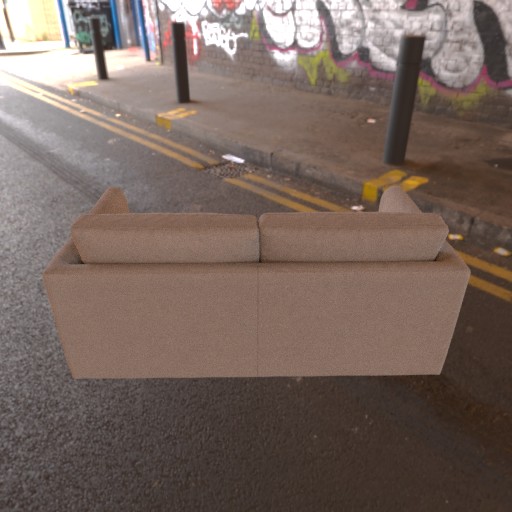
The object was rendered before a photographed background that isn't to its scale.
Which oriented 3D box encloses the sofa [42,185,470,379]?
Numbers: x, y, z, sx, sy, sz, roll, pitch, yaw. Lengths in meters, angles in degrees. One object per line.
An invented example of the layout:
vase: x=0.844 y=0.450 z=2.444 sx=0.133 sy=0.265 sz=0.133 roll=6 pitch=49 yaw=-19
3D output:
sofa: x=0.000 y=0.000 z=2.518 sx=1.905 sy=0.839 sz=1.091 roll=0 pitch=30 yaw=-1
